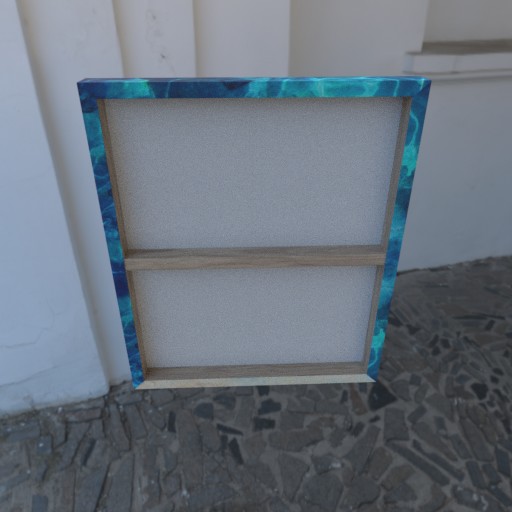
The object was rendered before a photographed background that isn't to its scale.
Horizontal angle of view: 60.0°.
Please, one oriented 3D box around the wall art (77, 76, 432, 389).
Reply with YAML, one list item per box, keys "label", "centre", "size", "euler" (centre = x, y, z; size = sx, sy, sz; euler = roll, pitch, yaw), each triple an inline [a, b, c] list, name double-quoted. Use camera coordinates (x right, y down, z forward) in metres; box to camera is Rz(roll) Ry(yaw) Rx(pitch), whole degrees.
- label: "wall art"
  centre: [0.000, 0.000, 0.679]
  size: [0.432, 0.508, 0.038]
  euler: [-1, 29, -2]
